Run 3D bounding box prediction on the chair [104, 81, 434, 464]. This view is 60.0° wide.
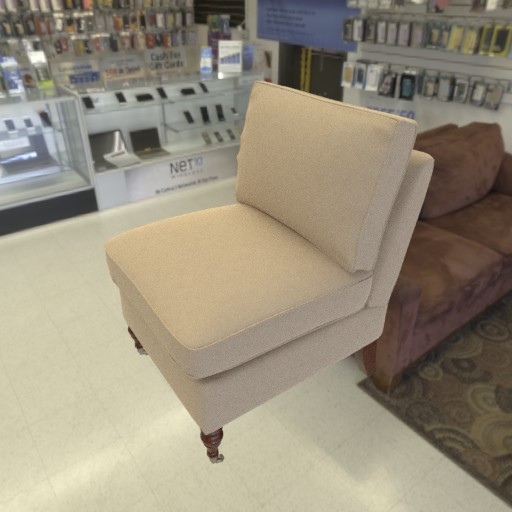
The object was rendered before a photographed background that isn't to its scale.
[{"bbox_3d":[0.000,0.000,1.598,0.912,1.052,0.724,-20,37,-29],"label":"chair"}]
